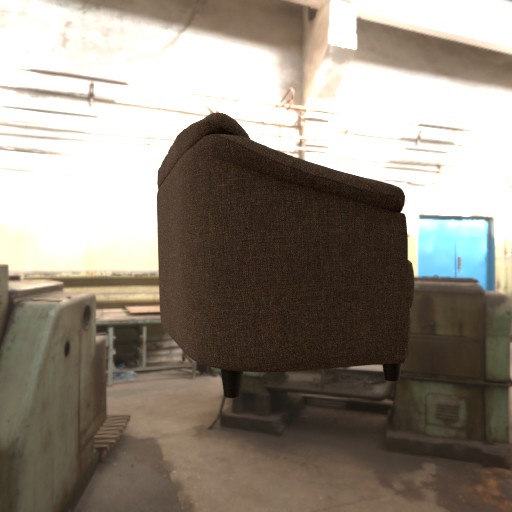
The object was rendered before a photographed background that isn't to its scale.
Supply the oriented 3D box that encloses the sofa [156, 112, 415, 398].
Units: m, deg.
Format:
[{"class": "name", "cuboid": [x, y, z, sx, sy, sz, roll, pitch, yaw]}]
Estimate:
[{"class": "sofa", "cuboid": [0.000, 0.000, 1.979, 0.799, 0.895, 1.404, 0, -1, -19]}]
